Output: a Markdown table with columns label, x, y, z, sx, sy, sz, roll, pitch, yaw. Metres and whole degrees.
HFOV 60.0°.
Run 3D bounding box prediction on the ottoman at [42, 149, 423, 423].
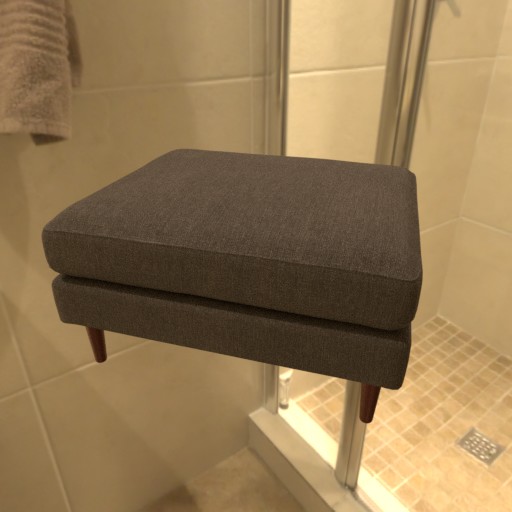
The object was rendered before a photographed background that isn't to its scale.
| label | x | y | z | sx | sy | sz | roll | pitch | yaw |
| --- | --- | --- | --- | --- | --- | --- | --- | --- | --- |
| ottoman | 0.000 | 0.000 | 1.241 | 0.821 | 0.474 | 0.693 | 8 | 29 | 15 |
